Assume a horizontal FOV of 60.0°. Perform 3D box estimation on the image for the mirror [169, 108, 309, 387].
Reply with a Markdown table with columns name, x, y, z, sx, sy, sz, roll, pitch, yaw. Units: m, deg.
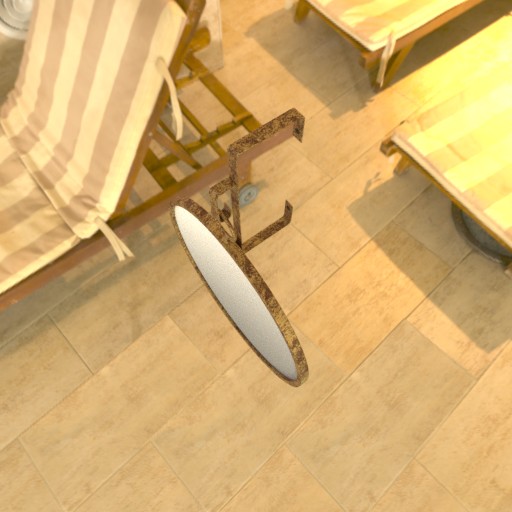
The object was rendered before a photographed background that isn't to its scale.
| name | x | y | z | sx | sy | sz | roll | pitch | yaw |
| --- | --- | --- | --- | --- | --- | --- | --- | --- | --- |
| mirror | 0.000 | 0.000 | 0.831 | 0.144 | 0.651 | 0.447 | -34 | 68 | -16 |
